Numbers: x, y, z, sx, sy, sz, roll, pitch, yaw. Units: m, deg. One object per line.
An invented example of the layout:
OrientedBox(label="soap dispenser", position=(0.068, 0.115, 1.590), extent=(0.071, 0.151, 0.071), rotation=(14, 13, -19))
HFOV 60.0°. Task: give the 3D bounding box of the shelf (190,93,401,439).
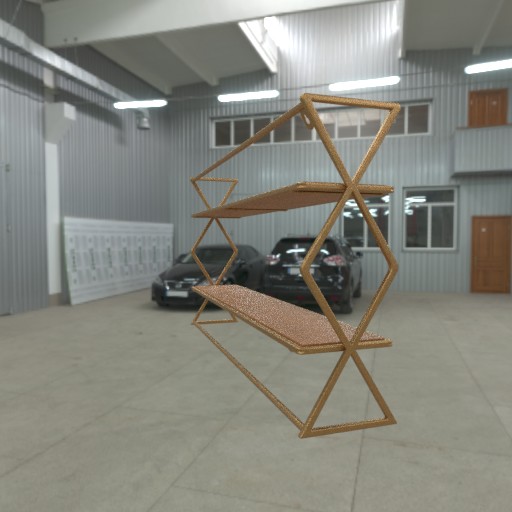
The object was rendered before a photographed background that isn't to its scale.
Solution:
OrientedBox(label="shelf", position=(0.000, 0.000, 0.987), extent=(0.150, 0.450, 0.822), rotation=(-1, 2, -18))
